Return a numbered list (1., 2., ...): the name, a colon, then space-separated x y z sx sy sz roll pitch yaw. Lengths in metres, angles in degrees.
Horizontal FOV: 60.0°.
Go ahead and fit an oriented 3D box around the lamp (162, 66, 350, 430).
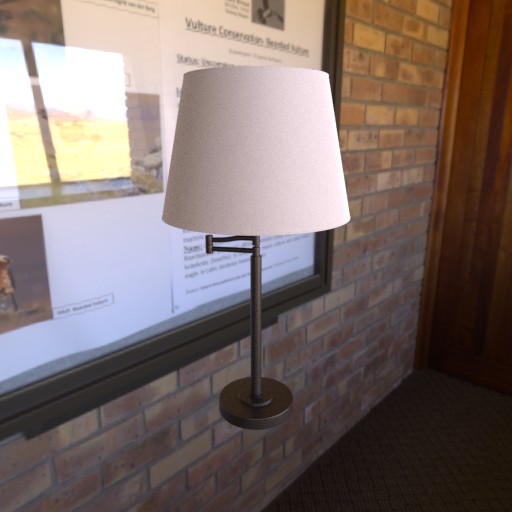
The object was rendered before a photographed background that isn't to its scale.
1. lamp: 0.000 0.000 0.894 0.363 0.696 0.363 0 16 0
